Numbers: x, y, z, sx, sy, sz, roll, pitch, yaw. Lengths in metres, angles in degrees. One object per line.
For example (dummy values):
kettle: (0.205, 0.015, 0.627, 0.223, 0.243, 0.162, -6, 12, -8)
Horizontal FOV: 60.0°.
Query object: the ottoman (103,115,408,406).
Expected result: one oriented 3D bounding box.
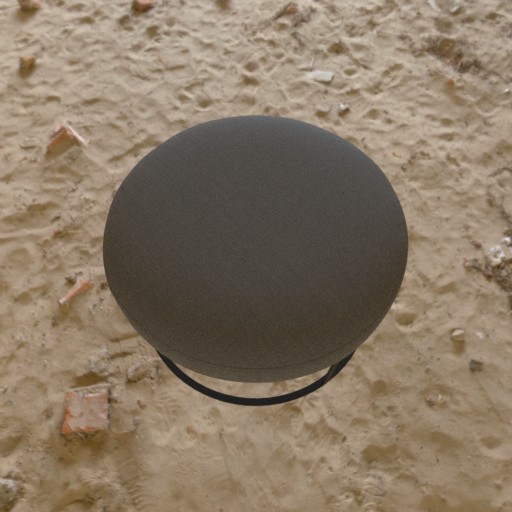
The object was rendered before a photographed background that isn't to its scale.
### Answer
ottoman: (0.000, 0.000, 1.259, 0.772, 0.460, 0.772, 0, 60, 0)
